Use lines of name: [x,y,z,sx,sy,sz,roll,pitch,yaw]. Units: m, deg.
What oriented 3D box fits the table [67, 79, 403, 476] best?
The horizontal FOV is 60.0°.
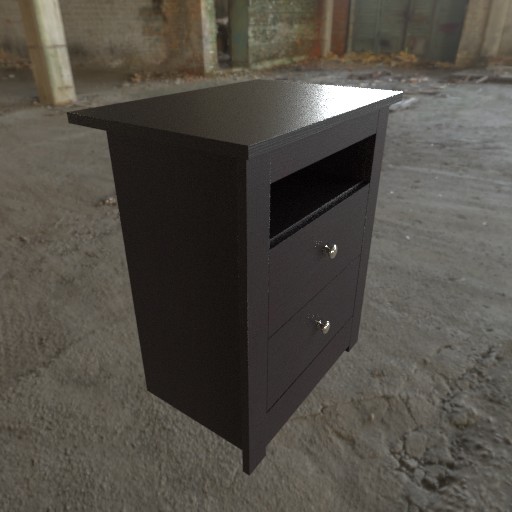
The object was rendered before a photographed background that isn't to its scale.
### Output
table: [0.000,0.000,1.063,0.408,0.711,0.589,19,34,31]
